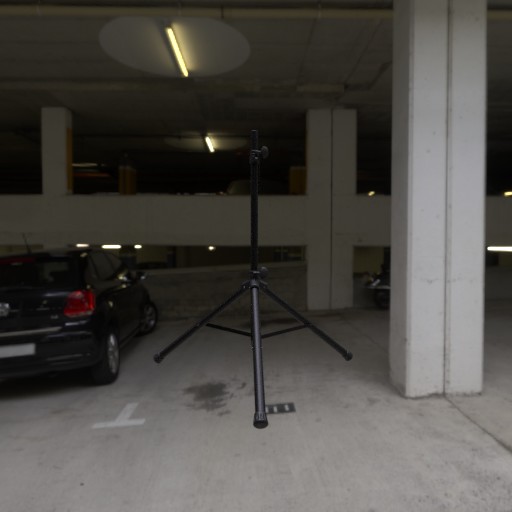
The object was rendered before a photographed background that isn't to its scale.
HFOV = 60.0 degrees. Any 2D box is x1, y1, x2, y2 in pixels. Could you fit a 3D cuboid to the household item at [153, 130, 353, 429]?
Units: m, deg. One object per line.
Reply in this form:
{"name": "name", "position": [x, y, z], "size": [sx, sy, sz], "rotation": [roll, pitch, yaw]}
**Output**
{"name": "household item", "position": [0.000, 0.000, 1.895], "size": [1.045, 1.136, 0.907], "rotation": [0, 2, -1]}
